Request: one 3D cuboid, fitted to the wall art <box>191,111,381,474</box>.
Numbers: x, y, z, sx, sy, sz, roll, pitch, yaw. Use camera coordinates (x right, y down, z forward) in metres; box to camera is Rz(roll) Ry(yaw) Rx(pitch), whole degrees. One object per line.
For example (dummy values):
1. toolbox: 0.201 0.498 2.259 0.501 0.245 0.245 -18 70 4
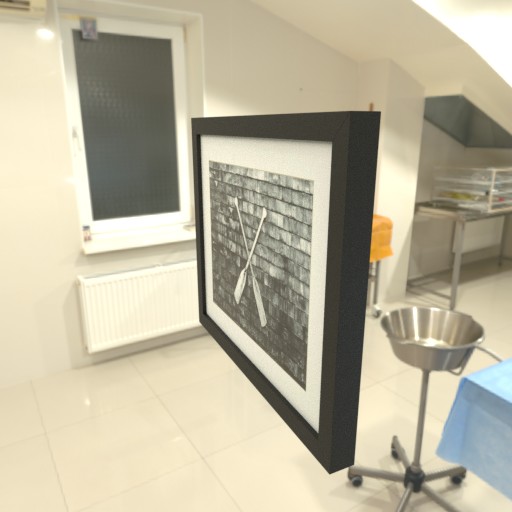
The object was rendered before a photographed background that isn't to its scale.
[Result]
1. wall art: 0.000 0.000 0.546 0.029 0.330 0.381 -8 18 -25
